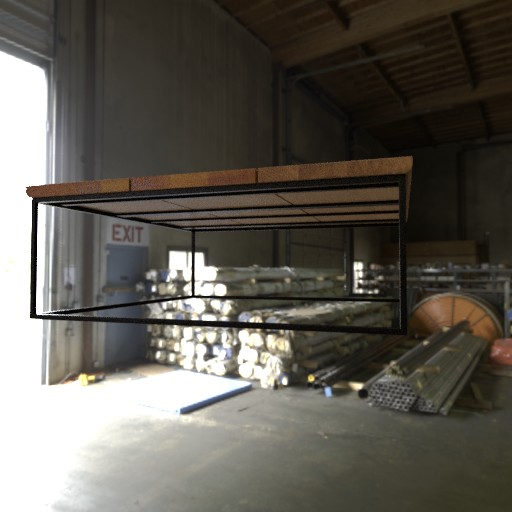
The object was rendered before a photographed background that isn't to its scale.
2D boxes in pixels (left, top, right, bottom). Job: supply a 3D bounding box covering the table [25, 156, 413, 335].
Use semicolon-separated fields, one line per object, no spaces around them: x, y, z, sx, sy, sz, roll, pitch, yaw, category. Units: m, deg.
0.000;0.000;1.677;1.100;0.400;1.100;-1;-2;18;table
